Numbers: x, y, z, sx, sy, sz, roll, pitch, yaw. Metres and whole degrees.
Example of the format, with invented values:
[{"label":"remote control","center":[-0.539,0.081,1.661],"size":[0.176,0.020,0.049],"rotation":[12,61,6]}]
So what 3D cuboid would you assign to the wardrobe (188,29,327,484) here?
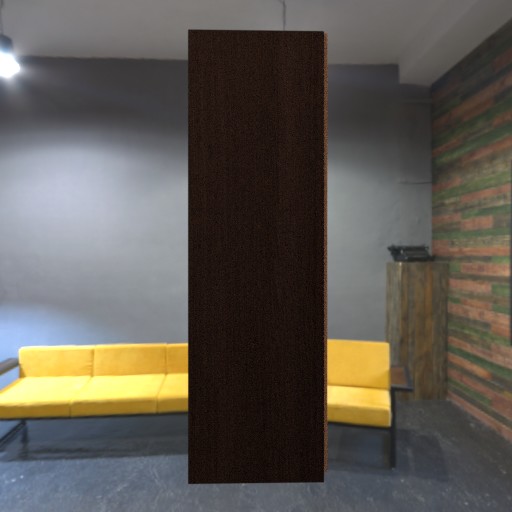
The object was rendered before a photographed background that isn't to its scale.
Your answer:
[{"label":"wardrobe","center":[0.000,0.000,2.801],"size":[0.629,1.960,1.780],"rotation":[0,0,-1]}]
